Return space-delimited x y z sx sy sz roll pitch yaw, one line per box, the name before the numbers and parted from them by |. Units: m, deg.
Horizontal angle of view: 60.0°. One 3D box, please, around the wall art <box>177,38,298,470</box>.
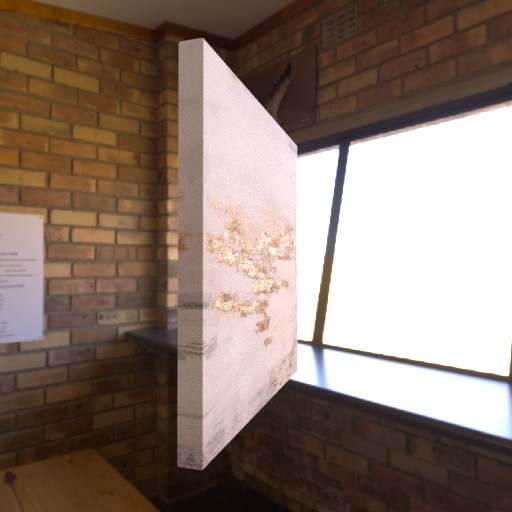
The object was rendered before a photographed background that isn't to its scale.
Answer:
wall art | 0.000 0.000 0.923 0.040 0.613 0.611 0 -1 18
